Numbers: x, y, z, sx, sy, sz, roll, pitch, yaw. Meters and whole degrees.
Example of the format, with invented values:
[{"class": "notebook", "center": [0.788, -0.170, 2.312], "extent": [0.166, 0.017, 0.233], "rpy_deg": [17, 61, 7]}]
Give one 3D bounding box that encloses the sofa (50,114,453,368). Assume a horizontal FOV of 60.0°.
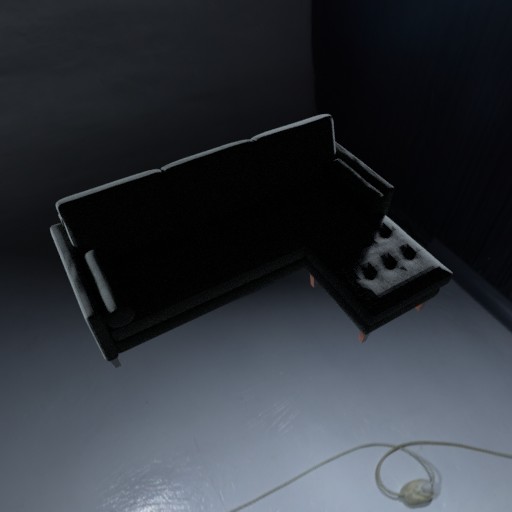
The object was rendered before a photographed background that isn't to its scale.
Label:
[{"class": "sofa", "center": [0.000, 0.000, 2.871], "extent": [2.178, 0.876, 1.506], "rpy_deg": [-23, 52, -20]}]
